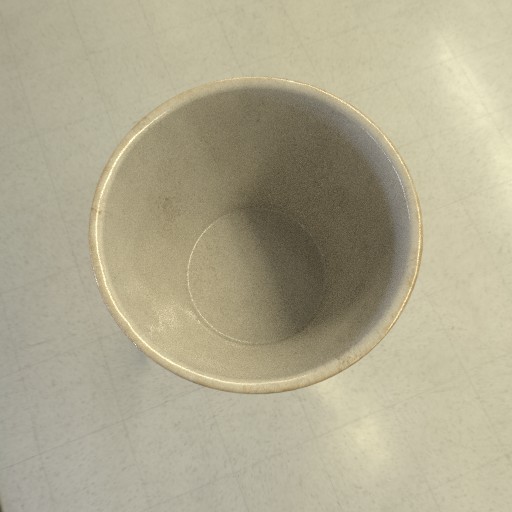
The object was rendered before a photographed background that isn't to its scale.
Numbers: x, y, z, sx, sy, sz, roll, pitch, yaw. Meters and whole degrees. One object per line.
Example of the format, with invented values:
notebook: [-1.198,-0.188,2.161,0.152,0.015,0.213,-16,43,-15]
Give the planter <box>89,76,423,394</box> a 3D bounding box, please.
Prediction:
planter: [0.000,0.000,0.334,0.192,0.165,0.192,0,75,0]
